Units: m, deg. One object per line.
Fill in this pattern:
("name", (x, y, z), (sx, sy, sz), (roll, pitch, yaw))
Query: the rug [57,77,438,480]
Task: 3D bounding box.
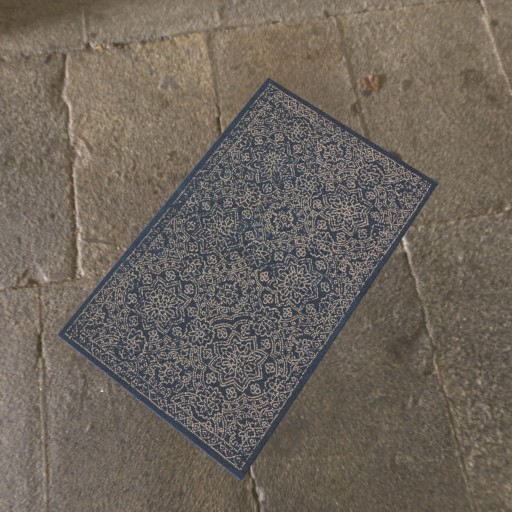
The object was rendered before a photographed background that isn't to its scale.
("rug", (0.000, 0.000, 3.098), (1.526, 0.015, 2.441), (35, 78, 8))
